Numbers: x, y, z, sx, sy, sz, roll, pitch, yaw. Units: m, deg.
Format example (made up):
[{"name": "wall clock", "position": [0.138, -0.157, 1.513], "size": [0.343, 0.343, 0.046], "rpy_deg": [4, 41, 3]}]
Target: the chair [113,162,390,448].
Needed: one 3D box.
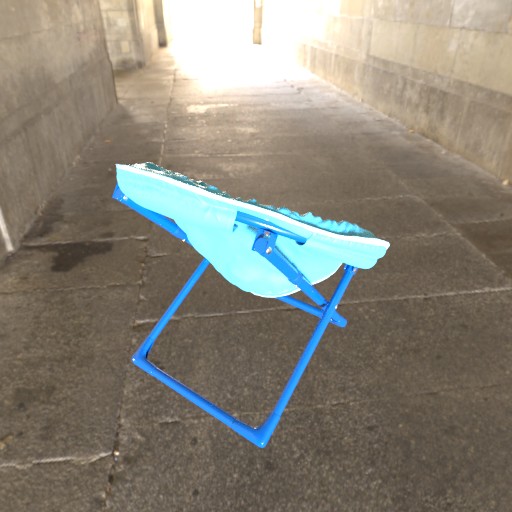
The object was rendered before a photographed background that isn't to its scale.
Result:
[{"name": "chair", "position": [0.000, 0.000, 0.913], "size": [0.520, 0.478, 0.465], "rpy_deg": [21, 36, 32]}]
